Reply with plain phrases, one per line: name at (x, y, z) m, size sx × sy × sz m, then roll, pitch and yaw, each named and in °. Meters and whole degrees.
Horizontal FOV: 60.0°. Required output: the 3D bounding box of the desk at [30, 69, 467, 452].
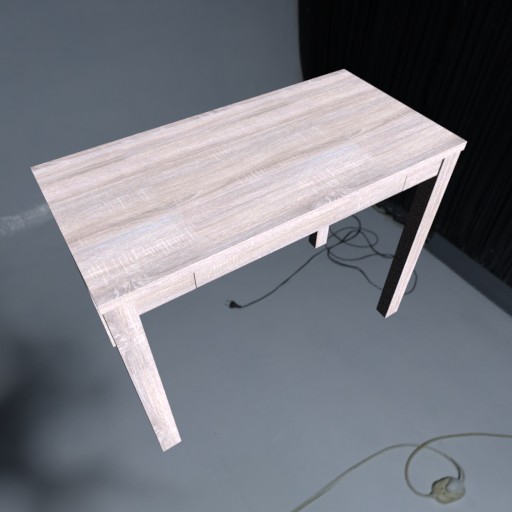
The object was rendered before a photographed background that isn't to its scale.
desk at (0.000, 0.000, 1.400) m, size 0.991 × 0.762 × 0.495 m, roll -25°, pitch 52°, yaw -21°
